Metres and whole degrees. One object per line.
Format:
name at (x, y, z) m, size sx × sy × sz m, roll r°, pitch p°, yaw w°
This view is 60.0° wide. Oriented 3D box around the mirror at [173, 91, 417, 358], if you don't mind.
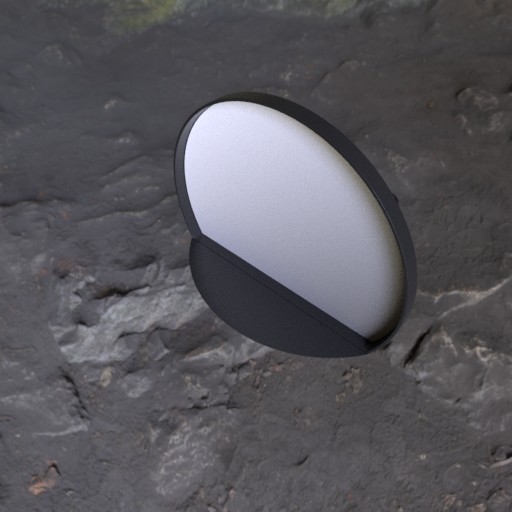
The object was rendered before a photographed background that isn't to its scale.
mirror at (0.000, 0.000, 0.680) m, size 0.457 × 0.457 × 0.133 m, roll 32°, pitch 54°, yaw 27°
